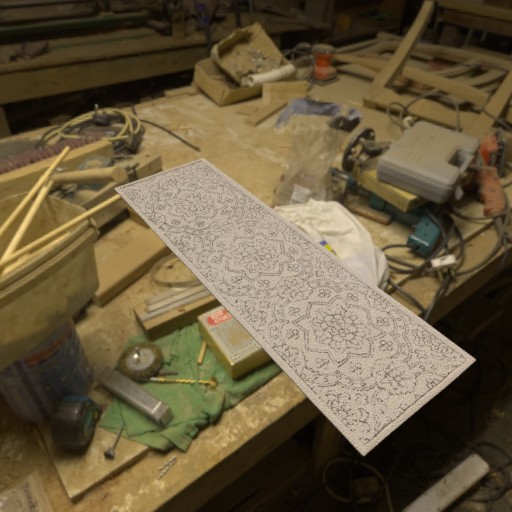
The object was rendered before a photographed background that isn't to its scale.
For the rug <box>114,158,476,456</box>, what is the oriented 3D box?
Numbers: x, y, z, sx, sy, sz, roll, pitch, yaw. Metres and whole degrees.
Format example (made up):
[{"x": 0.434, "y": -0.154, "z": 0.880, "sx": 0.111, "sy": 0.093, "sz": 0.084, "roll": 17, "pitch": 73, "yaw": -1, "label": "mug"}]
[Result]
[{"x": 0.000, "y": 0.000, "z": 2.652, "sx": 0.769, "sy": 0.012, "sz": 2.448, "roll": -26, "pitch": 47, "yaw": -27, "label": "rug"}]
